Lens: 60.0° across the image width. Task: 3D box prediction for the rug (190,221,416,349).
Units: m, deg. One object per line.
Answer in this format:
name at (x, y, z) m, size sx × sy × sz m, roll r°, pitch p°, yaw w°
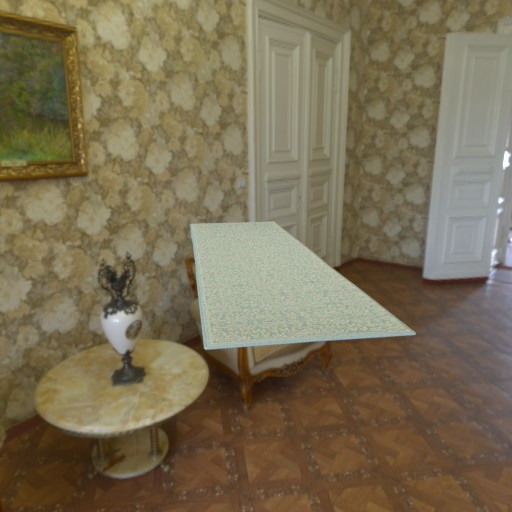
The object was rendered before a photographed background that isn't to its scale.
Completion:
rug at (0.000, 0.000, 2.388) m, size 0.662 × 0.011 × 2.196 m, roll -2°, pitch 14°, yaw -9°
